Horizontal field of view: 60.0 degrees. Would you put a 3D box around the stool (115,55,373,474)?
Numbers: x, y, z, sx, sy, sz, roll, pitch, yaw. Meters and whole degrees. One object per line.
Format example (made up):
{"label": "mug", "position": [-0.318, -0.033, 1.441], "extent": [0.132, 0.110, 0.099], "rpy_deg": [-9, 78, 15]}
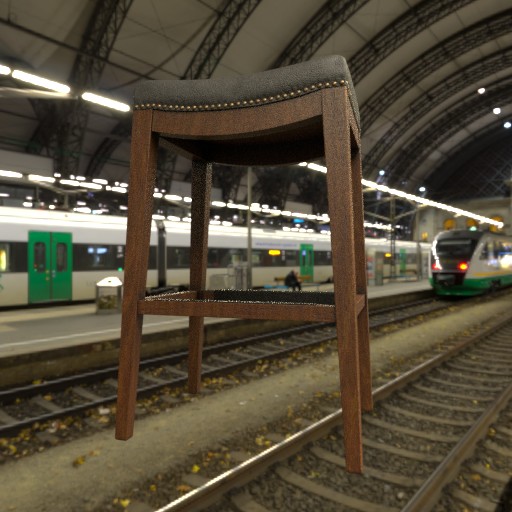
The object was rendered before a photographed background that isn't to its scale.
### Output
{"label": "stool", "position": [0.000, 0.000, 1.019], "extent": [0.500, 0.765, 0.361], "rpy_deg": [0, -1, 18]}
